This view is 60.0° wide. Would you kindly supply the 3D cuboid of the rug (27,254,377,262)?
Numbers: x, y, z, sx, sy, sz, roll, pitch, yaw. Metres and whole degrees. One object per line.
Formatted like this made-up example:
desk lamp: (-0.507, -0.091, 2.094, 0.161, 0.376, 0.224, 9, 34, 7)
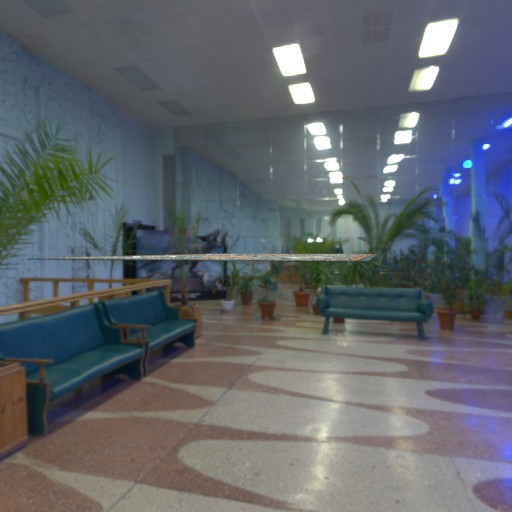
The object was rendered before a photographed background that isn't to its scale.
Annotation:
rug: (0.000, 0.000, 4.202, 2.190, 0.008, 3.371, 0, 1, 16)
